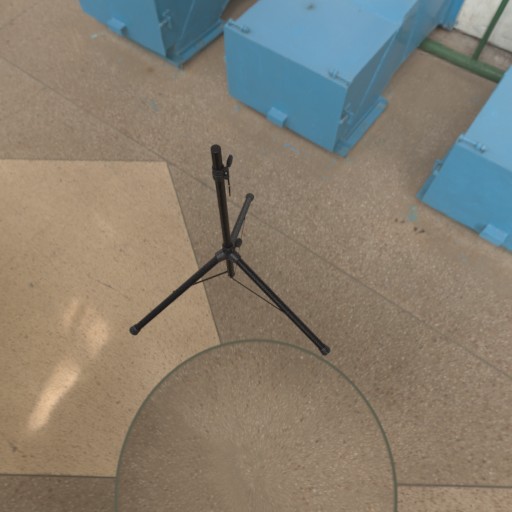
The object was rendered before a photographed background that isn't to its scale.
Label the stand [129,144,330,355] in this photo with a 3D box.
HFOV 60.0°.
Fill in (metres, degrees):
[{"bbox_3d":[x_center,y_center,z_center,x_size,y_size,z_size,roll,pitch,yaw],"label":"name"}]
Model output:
[{"bbox_3d":[0.000,0.000,1.842,0.907,1.136,1.045,34,68,16],"label":"stand"}]
